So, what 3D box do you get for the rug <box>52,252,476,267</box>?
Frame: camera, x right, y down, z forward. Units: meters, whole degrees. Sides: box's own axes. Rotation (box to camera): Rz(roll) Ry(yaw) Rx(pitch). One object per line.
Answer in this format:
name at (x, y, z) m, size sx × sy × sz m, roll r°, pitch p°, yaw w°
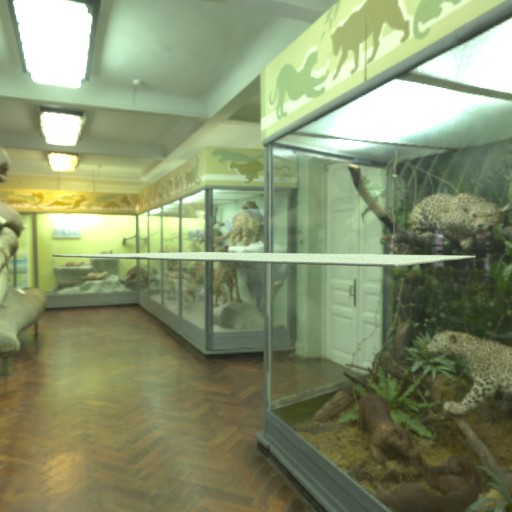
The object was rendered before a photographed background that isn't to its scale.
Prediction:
rug at (0.000, 0.000, 3.021) m, size 2.460 × 0.016 × 1.545 m, roll 1°, pitch 2°, yaw 37°
